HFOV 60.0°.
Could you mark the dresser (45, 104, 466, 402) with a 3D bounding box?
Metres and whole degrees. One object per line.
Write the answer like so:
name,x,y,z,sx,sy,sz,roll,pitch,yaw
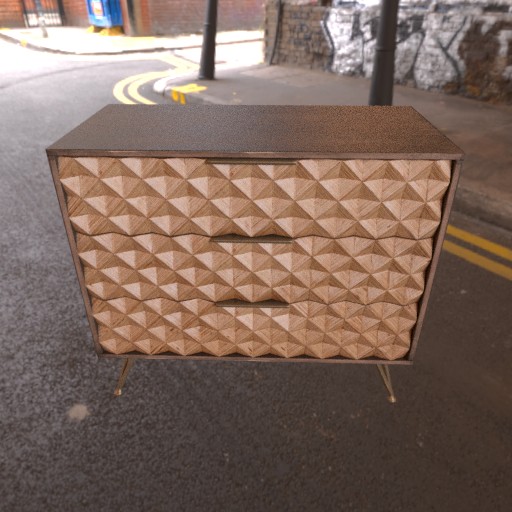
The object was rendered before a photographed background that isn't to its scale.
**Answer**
dresser,0.000,0.000,1.365,0.923,0.801,0.453,1,31,2
